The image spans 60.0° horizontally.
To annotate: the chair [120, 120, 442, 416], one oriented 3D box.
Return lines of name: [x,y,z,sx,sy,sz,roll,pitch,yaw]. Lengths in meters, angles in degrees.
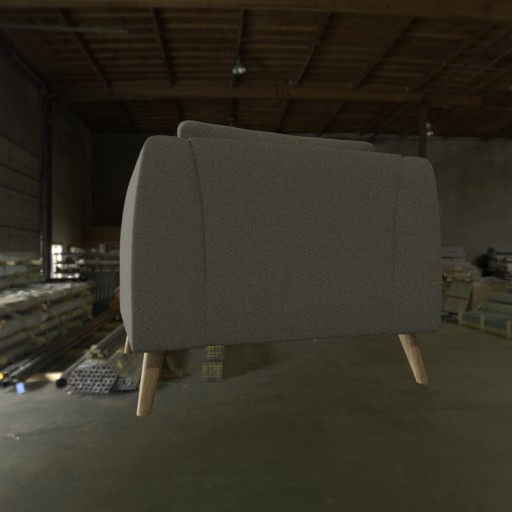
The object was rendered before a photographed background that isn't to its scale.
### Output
chair: [0.000,0.000,1.737,1.000,0.860,0.930,0,0,-19]
